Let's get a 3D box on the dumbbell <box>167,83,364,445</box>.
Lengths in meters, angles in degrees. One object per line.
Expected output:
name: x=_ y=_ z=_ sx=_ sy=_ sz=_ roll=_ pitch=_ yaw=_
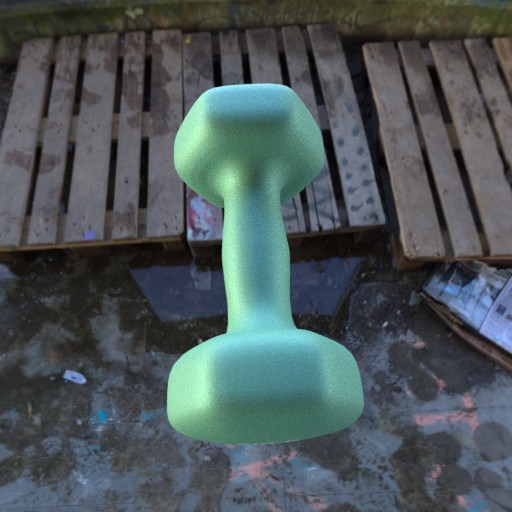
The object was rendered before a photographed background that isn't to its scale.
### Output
dumbbell: x=0.000 y=0.000 z=0.332 sx=0.129 sy=0.117 sz=0.260 roll=-2 pitch=64 yaw=-1
